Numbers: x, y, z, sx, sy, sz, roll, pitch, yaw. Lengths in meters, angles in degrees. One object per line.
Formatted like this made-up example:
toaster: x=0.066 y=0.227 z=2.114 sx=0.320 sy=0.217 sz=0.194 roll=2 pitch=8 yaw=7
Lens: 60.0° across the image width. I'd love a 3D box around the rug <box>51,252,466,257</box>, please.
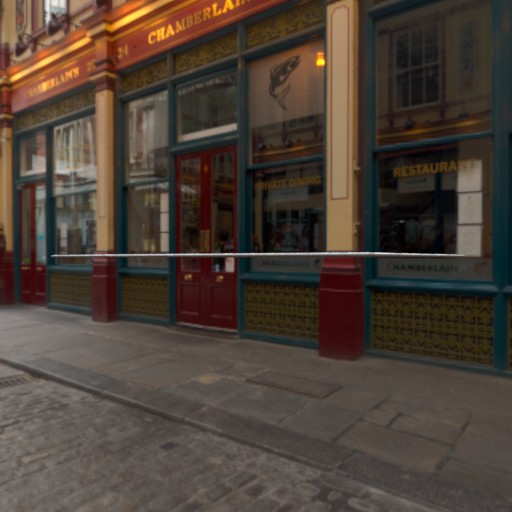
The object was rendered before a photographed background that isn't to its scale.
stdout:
rug: x=0.000 y=0.000 z=2.896 sx=2.206 sy=0.014 sz=1.578 roll=0 pitch=0 yaw=37
